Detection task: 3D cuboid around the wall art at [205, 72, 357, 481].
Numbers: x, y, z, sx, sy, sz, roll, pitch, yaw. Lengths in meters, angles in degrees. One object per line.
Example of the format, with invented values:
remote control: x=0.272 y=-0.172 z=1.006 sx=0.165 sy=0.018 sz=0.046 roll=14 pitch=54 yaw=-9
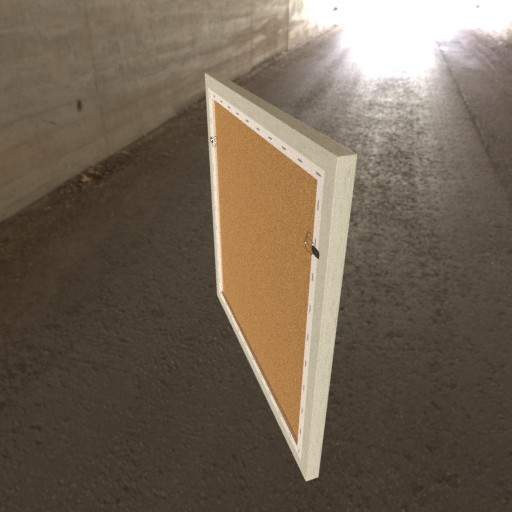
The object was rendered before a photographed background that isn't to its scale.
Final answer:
wall art: x=0.000 y=0.000 z=1.501 sx=0.045 sy=1.016 sz=1.016 roll=-10 pitch=33 yaw=-17
